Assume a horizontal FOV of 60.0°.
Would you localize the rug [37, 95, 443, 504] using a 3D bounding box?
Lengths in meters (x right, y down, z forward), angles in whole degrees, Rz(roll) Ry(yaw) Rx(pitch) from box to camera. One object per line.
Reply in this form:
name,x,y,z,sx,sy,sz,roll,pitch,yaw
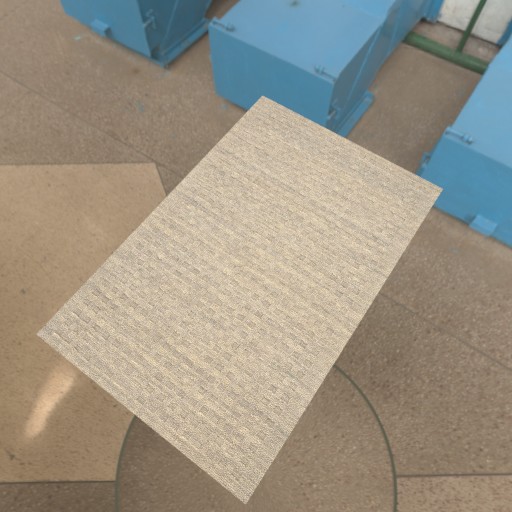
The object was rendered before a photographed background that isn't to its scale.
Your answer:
rug,0.000,0.000,2.134,1.142,0.006,1.752,32,68,15
